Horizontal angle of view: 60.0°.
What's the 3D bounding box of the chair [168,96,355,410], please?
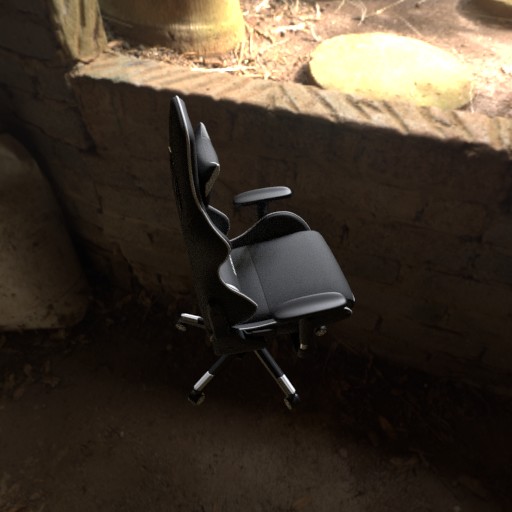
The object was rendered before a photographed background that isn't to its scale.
[{"bbox_3d":[0.000,0.000,1.647,0.700,1.240,0.700,-11,47,-10],"label":"chair"}]
